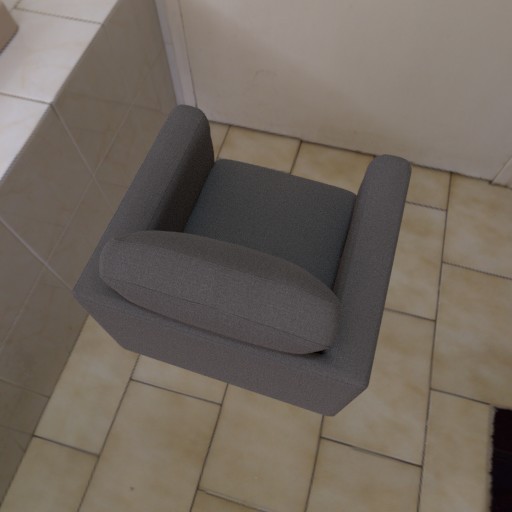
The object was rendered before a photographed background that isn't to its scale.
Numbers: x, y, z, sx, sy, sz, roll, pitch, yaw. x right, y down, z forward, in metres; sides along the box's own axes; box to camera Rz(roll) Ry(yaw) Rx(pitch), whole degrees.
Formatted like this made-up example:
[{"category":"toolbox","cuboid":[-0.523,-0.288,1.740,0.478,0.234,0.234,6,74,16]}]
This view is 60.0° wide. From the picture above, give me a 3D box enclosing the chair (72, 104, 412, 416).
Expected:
[{"category":"chair","cuboid":[0.000,0.000,1.548,0.854,0.927,0.800,16,65,8]}]
